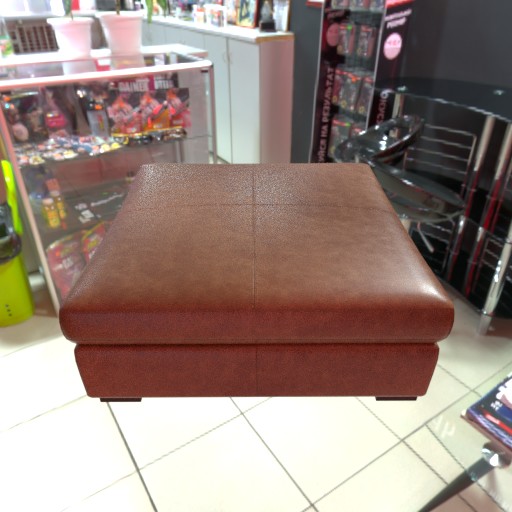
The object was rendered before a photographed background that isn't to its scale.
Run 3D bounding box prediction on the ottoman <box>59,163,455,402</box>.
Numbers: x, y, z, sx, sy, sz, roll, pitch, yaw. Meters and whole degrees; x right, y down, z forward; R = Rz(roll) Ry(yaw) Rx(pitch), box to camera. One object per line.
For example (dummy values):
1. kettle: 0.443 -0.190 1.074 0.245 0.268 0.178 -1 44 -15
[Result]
1. ottoman: 0.000 0.000 1.854 1.168 0.483 1.169 0 33 0
